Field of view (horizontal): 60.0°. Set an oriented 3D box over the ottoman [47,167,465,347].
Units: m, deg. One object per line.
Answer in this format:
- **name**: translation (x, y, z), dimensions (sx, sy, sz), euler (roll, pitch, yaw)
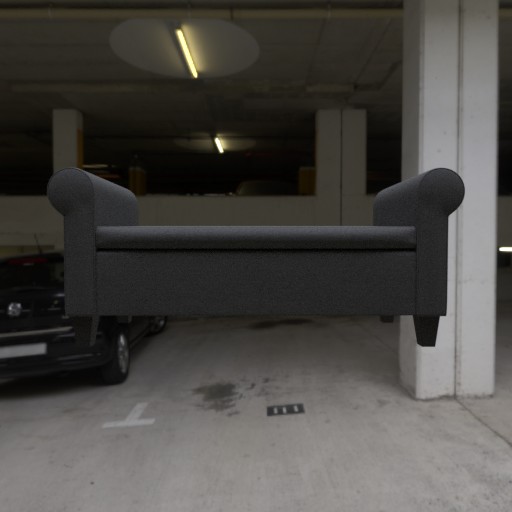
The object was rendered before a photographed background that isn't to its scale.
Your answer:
- **ottoman**: translation (0.000, 0.000, 1.585), dimensions (1.256, 0.547, 0.521), euler (0, 2, 0)
